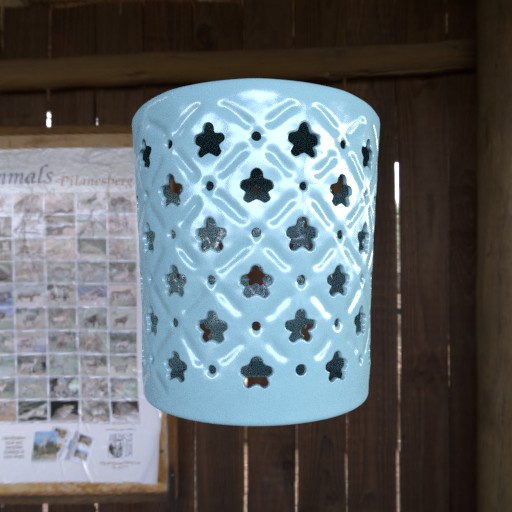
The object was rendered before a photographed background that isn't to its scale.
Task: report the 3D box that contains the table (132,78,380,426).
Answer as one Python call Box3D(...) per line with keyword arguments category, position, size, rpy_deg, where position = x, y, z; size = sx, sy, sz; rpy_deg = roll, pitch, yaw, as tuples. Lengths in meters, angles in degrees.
Box3D(category="table", position=(0.000, 0.000, 0.648), size=(0.352, 0.387, 0.352), rpy_deg=(0, -1, 0))
